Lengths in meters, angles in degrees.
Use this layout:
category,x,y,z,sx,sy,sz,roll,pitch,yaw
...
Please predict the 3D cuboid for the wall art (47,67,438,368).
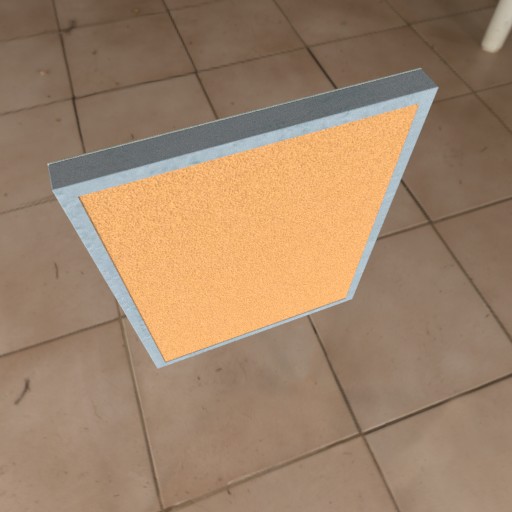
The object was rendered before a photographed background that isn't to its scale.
category,x,y,z,sx,sy,sz,roll,pitch,yaw
wall art,0.000,0.000,0.664,0.409,0.509,0.037,-18,60,-11
